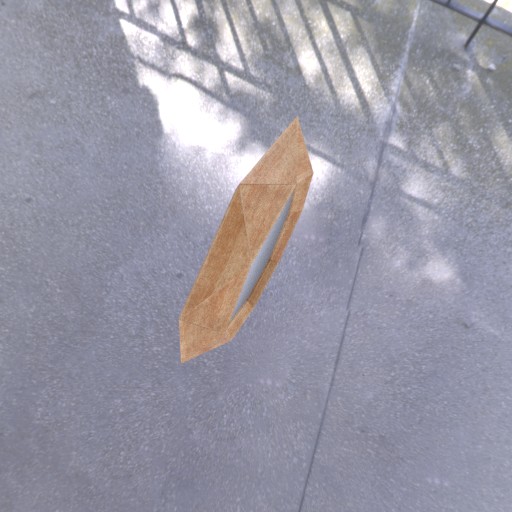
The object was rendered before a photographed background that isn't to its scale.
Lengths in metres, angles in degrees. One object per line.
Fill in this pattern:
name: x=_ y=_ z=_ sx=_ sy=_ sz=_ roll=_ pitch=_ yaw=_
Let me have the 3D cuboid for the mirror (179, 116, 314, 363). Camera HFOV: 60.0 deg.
mirror: x=0.000 y=0.000 z=1.020 sx=0.070 sy=0.774 sz=0.577 roll=28 pitch=78 yaw=6
